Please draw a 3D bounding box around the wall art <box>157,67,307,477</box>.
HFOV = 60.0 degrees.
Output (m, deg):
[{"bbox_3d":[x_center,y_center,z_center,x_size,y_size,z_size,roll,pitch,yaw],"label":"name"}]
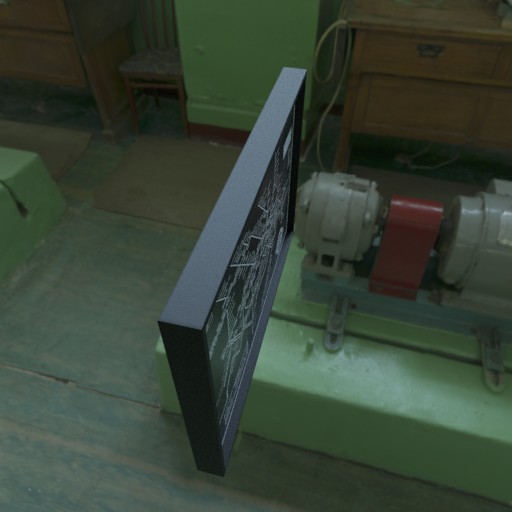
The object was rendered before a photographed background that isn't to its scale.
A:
[{"bbox_3d":[0.000,0.000,0.861,0.051,0.456,0.671,10,47,10],"label":"wall art"}]
